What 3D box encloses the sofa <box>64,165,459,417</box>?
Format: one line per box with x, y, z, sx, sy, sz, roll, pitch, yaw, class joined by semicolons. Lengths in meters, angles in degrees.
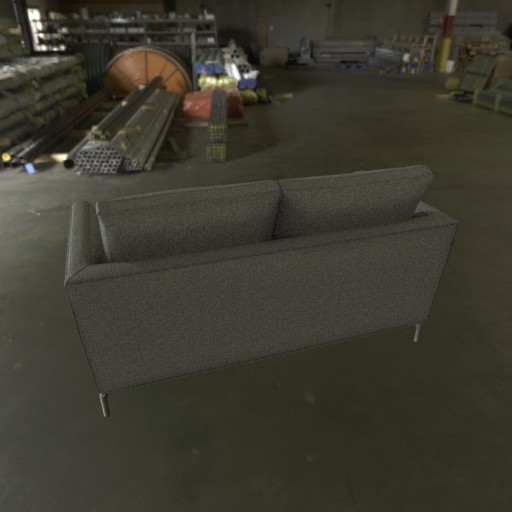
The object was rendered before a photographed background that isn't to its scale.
0.000;0.000;2.109;1.594;0.924;0.803;-9;29;-16;sofa
